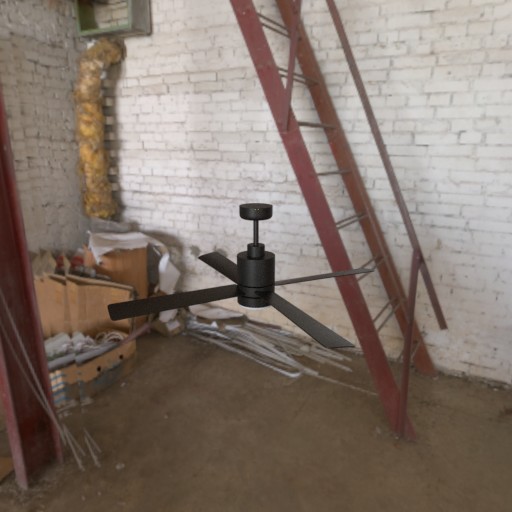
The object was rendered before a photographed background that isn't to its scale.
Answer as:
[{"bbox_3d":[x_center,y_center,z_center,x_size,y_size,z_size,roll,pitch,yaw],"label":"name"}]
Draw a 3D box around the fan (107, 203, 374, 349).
[{"bbox_3d":[0.000,0.000,2.333,1.525,0.534,1.525,-7,17,-25],"label":"fan"}]
